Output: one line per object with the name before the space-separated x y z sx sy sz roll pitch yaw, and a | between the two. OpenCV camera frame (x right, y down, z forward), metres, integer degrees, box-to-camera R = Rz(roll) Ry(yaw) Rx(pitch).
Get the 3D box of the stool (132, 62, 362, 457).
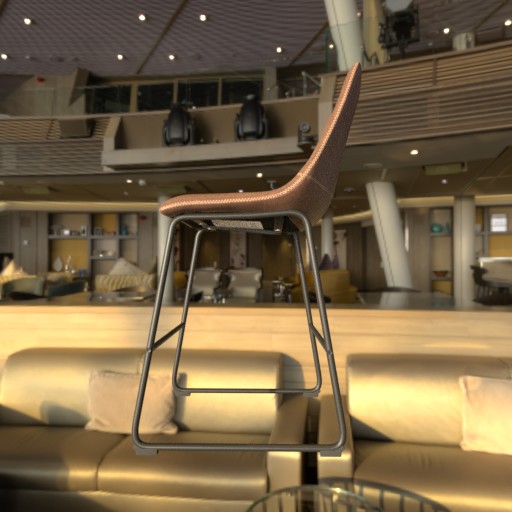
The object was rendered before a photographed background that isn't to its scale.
stool | 0.000 0.000 1.203 0.550 0.890 0.460 0 -1 1
